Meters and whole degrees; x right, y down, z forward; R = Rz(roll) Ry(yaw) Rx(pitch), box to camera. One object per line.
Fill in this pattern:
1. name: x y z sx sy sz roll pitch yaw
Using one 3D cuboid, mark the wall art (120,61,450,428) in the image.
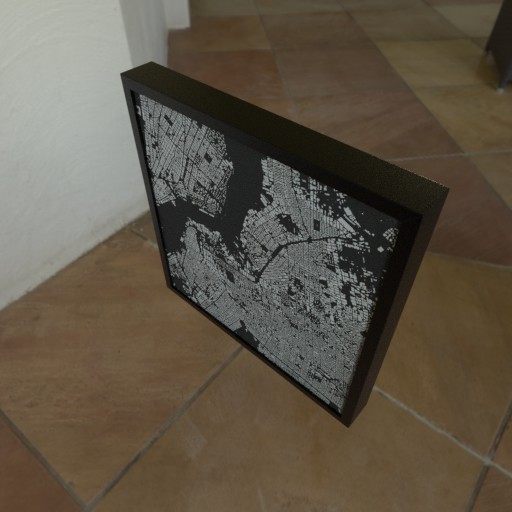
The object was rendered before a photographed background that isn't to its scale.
1. wall art: 0.000 0.000 0.449 0.299 0.299 0.037 33 54 28
